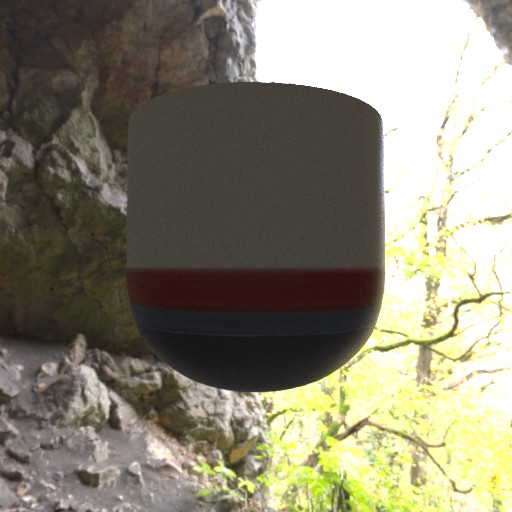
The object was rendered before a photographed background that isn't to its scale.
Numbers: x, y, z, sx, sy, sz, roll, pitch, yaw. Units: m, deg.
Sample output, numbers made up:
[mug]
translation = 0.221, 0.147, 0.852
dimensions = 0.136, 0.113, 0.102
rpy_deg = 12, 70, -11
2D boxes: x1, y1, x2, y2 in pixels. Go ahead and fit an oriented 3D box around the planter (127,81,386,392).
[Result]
[planter]
translation = 0.000, 0.000, 0.478
dimensions = 0.268, 0.270, 0.268
rpy_deg = 0, -1, 0
